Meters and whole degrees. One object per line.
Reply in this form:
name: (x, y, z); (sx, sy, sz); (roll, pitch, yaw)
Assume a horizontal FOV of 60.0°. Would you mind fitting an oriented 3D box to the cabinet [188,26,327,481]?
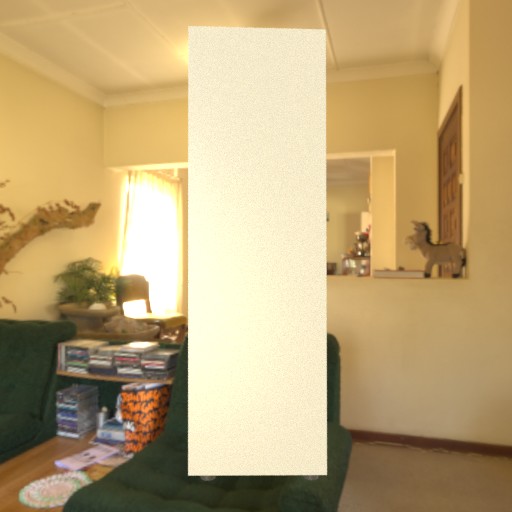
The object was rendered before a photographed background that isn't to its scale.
cabinet: (0.000, 0.000, 1.604); (0.348, 1.150, 0.990); (0, 0, 0)
